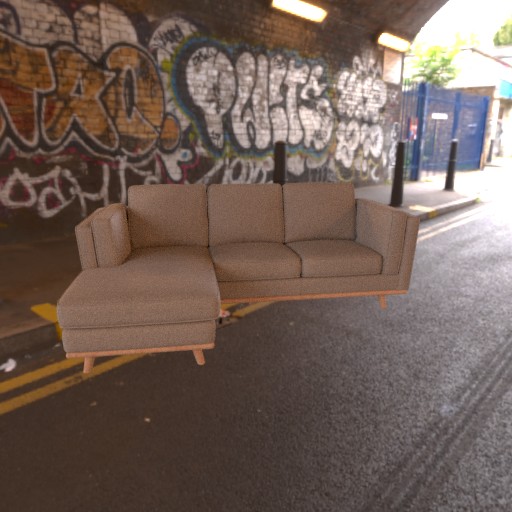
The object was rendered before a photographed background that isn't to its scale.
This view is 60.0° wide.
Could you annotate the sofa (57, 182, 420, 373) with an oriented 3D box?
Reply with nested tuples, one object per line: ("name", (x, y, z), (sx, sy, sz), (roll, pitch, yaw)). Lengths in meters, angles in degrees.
("sofa", (0.000, 0.000, 3.194), (2.411, 0.929, 1.604), (-2, 15, -8))
